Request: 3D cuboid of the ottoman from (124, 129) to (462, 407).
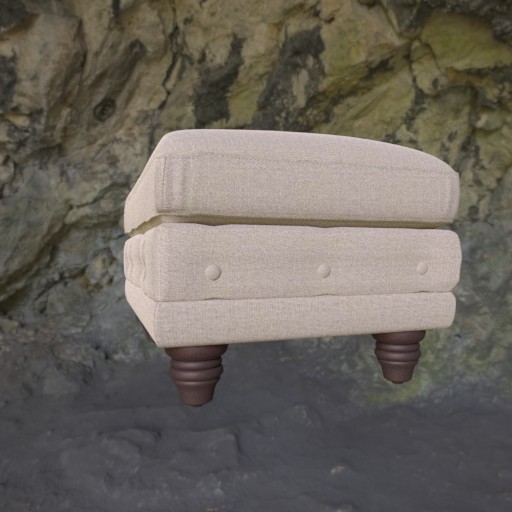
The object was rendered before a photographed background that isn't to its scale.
[{"bbox_3d":[0.000,0.000,0.993,0.541,0.463,0.684,0,0,-19],"label":"ottoman"}]
